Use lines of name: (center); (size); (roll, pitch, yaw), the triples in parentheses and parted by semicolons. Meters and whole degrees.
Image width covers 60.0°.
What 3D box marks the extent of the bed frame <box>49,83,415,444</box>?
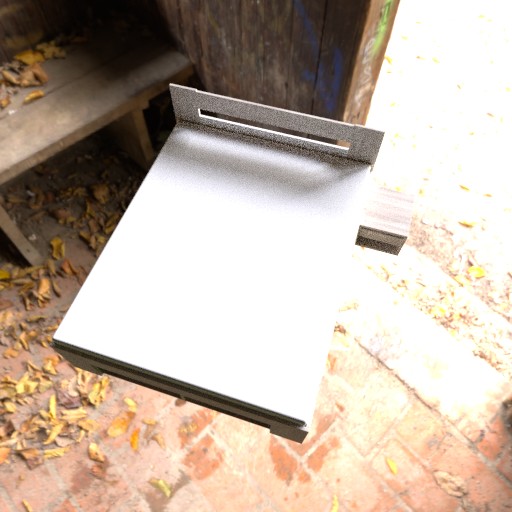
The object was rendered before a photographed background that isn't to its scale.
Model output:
bed frame: (0.000, 0.000, 3.117); (2.040, 0.860, 2.050); (15, 60, 9)
